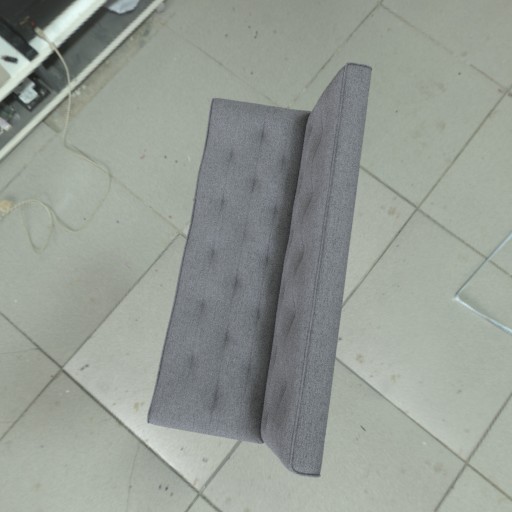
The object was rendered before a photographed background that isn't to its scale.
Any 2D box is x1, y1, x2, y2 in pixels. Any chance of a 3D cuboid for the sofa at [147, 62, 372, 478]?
[{"bbox_3d":[0.000,0.000,2.281,0.810,0.830,1.820,9,78,2],"label":"sofa"}]
